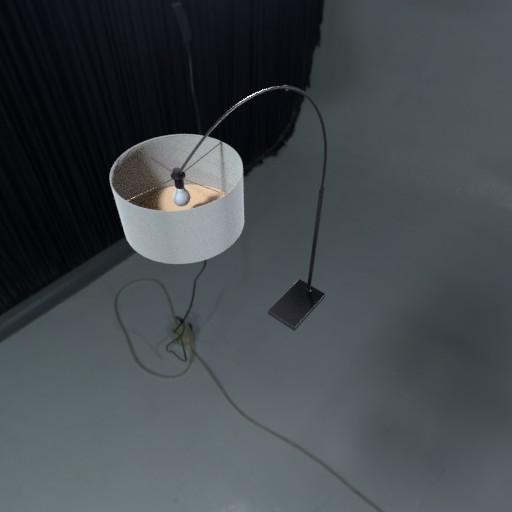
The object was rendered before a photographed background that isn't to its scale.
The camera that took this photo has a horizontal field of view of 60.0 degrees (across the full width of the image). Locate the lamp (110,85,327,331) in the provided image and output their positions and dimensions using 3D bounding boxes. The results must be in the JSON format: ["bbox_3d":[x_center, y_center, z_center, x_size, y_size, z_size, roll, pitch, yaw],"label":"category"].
[{"bbox_3d":[0.000,0.000,2.514,0.493,1.927,1.424,30,53,26],"label":"lamp"}]
